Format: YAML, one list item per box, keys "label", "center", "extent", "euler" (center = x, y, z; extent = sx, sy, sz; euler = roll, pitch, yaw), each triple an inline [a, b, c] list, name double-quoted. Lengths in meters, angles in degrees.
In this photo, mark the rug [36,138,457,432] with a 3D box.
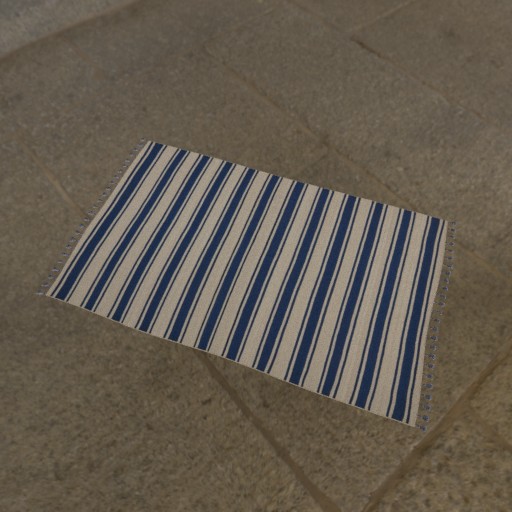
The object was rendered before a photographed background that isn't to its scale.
- label: "rug"
  center: [0.000, 0.000, 2.505]
  extent: [2.108, 0.009, 1.248]
  euler: [17, 60, 10]
